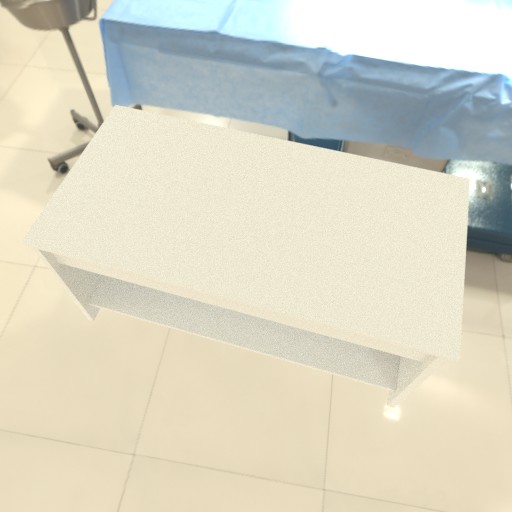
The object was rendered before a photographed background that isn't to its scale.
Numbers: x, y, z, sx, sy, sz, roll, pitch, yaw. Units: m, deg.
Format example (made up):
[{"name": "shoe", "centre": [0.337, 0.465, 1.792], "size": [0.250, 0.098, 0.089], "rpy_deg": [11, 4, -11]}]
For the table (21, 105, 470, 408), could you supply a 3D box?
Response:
[{"name": "table", "centre": [0.000, 0.000, 1.275], "size": [1.000, 0.441, 0.500], "rpy_deg": [14, 59, 9]}]
